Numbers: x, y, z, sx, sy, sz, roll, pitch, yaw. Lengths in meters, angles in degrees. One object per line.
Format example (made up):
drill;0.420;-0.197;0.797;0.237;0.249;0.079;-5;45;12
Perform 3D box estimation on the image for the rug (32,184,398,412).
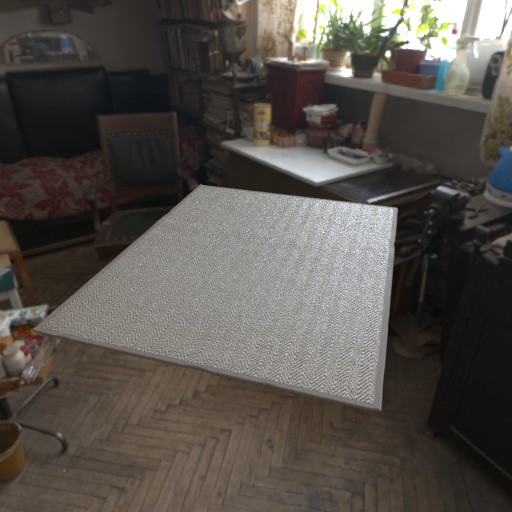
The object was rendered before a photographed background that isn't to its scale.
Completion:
rug;0.000;0.000;4.095;2.434;0.032;3.007;9;31;15
